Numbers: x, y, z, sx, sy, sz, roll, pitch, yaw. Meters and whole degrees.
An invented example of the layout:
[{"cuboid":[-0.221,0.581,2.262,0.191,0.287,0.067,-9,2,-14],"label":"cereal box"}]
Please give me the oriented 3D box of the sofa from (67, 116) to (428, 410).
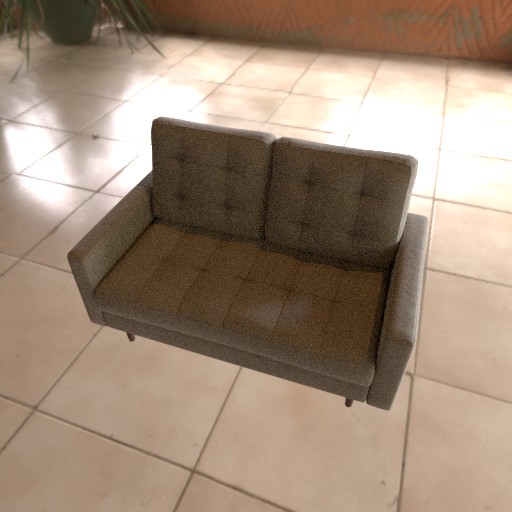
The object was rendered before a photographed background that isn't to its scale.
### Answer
[{"cuboid":[0.000,0.000,2.002,1.407,0.907,0.842,13,43,14],"label":"sofa"}]
